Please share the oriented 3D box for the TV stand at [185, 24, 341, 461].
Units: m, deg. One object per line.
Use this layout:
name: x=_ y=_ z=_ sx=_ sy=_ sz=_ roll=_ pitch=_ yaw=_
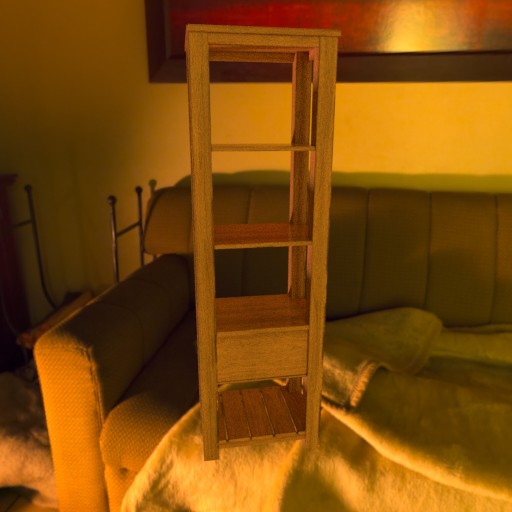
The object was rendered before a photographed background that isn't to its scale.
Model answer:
TV stand: x=0.000 y=0.000 z=2.042 sx=0.565 sy=1.828 sz=0.435 roll=-3 pitch=16 yaw=-9
